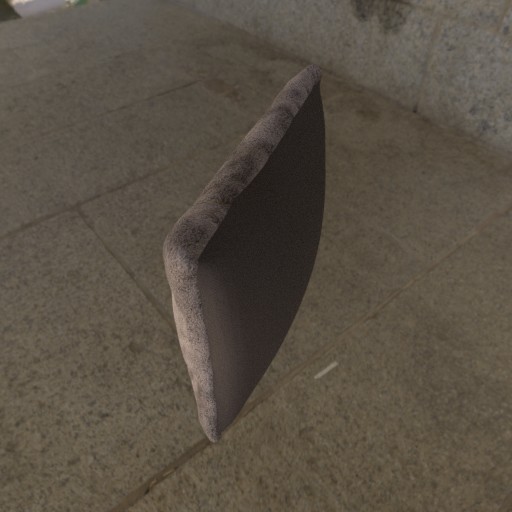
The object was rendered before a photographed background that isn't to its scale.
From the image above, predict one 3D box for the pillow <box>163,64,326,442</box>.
[{"bbox_3d":[0.000,0.000,0.821,0.204,0.520,0.522,16,49,15],"label":"pillow"}]
